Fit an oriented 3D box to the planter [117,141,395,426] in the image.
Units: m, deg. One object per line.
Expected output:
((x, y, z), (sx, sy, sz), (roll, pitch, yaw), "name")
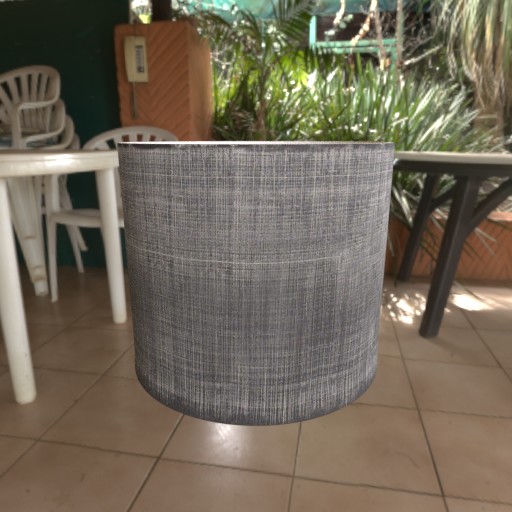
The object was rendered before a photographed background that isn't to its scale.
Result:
((0.000, 0.000, 0.317), (0.178, 0.157, 0.178), (0, 15, 0), "planter")
